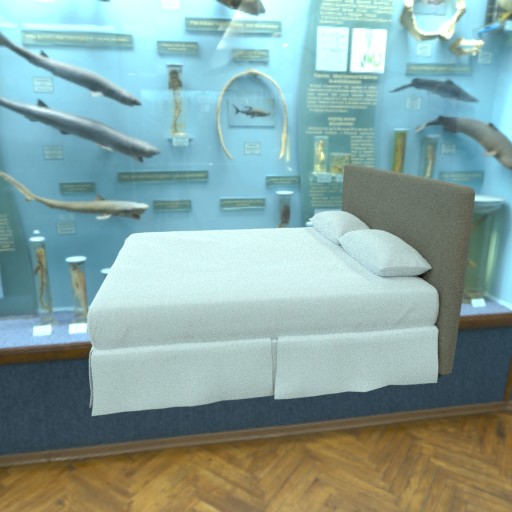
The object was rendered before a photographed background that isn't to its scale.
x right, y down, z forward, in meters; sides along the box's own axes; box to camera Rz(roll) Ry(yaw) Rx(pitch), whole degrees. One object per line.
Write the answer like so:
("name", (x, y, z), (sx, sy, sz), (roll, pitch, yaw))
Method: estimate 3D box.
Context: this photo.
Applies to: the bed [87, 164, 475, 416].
("bed", (0.000, 0.000, 3.570), (2.341, 1.317, 2.119), (-2, 16, -8))
